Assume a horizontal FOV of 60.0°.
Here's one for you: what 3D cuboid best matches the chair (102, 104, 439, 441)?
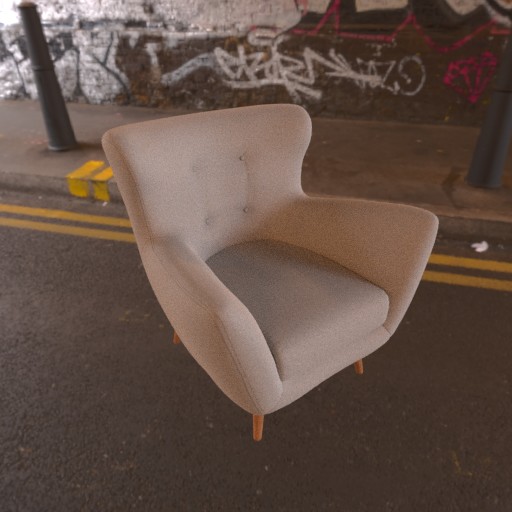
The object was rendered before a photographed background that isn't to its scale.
[{"bbox_3d":[0.000,0.000,1.580,0.890,0.889,0.889,-20,35,-32],"label":"chair"}]
